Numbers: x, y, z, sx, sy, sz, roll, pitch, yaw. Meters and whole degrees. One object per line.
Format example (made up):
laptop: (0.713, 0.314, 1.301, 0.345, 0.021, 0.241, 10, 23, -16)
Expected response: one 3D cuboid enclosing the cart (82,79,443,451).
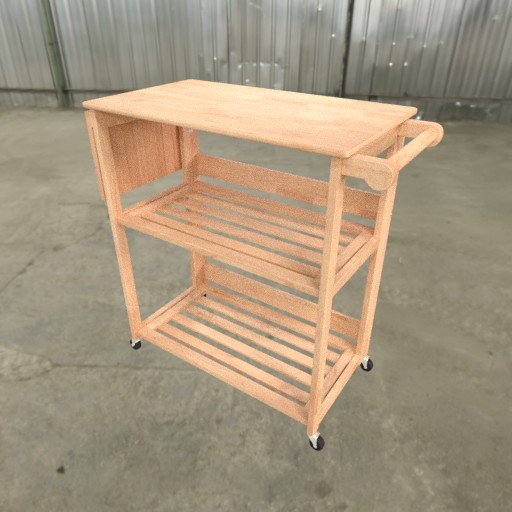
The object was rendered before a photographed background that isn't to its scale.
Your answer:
cart: (0.000, 0.000, 1.342, 0.853, 0.879, 0.432, 19, 36, 29)
